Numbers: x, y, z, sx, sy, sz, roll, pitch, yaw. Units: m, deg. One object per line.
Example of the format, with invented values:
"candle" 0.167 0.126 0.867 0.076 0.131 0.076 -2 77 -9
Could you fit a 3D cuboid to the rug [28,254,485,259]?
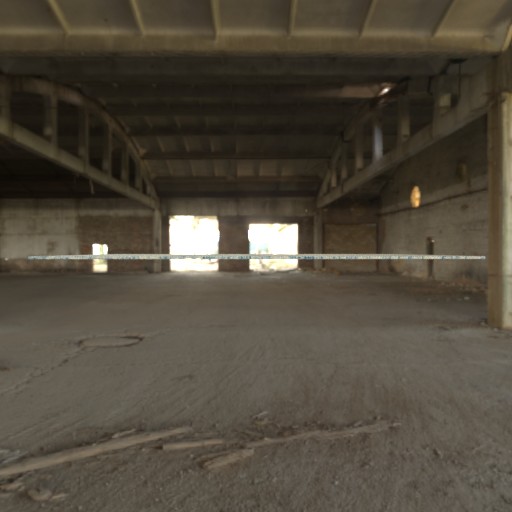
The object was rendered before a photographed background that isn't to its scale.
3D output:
"rug" 0.000 0.000 3.114 2.439 0.015 1.524 0 1 -2
